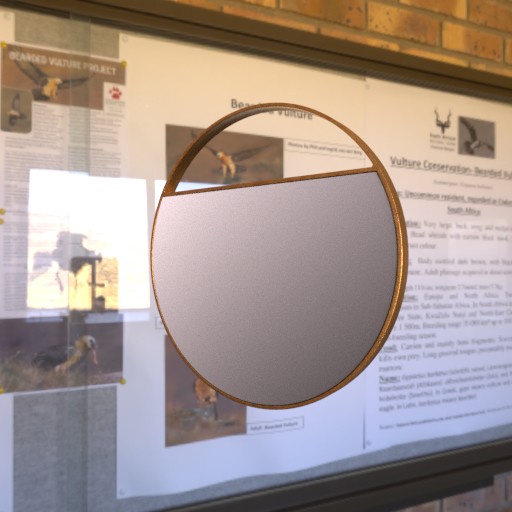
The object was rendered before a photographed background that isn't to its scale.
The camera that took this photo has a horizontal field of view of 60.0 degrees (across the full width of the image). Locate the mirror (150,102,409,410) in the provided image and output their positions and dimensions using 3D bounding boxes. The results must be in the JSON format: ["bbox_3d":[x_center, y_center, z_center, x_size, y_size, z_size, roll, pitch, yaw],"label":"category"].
[{"bbox_3d":[0.000,0.000,0.844,0.565,0.565,0.032,0,0,36],"label":"mirror"}]
